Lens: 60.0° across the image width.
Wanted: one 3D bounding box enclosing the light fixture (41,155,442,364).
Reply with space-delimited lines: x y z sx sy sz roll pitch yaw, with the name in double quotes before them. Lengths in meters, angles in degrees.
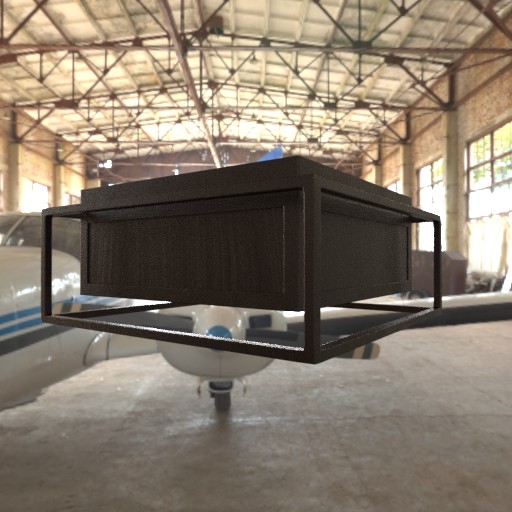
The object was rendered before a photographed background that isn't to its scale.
"light fixture" 0.000 0.000 0.684 0.441 0.191 0.441 0 -1 36
